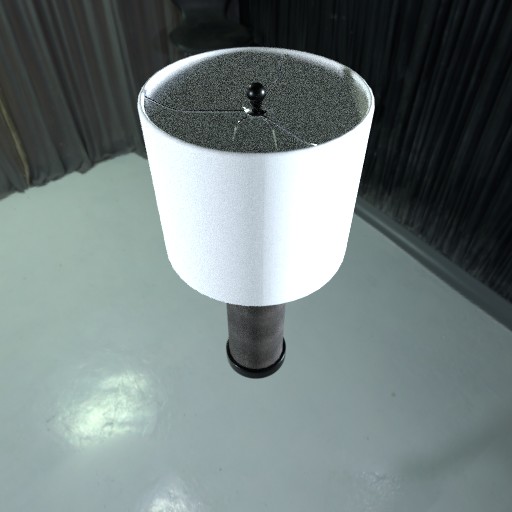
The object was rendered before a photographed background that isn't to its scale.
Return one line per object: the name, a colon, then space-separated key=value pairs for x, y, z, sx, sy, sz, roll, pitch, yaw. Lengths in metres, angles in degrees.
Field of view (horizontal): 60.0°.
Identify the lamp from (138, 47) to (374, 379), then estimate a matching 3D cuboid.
lamp: x=0.000 y=0.000 z=0.797 sx=0.305 sy=0.634 sz=0.305 roll=-31 pitch=53 yaw=-27
